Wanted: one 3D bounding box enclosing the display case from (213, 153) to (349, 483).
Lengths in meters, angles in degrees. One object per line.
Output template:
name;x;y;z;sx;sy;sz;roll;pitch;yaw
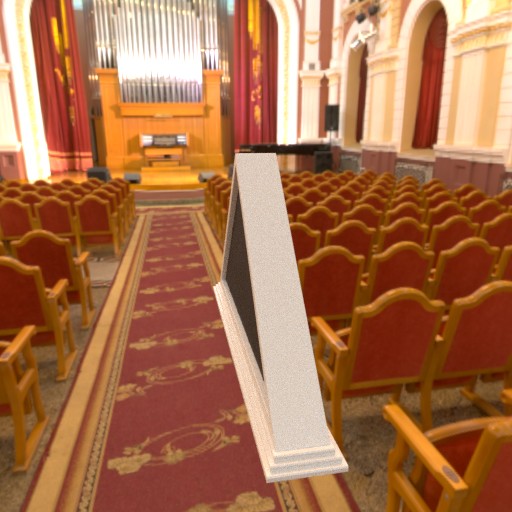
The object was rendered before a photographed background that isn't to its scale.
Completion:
display case;0.000;0.000;0.754;0.095;0.340;0.640;-3;16;-10
